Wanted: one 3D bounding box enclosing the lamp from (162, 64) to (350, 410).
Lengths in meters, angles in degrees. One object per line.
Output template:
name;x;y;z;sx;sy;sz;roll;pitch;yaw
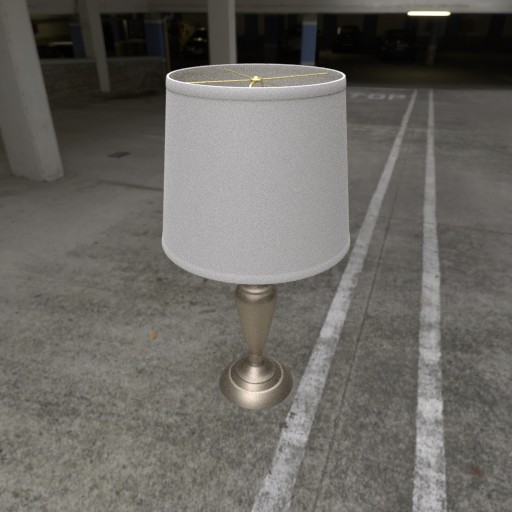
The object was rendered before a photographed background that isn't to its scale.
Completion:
lamp;0.000;0.000;0.808;0.328;0.619;0.328;0;29;0
